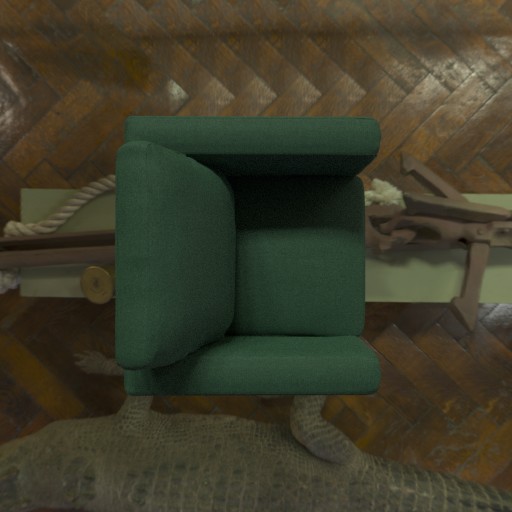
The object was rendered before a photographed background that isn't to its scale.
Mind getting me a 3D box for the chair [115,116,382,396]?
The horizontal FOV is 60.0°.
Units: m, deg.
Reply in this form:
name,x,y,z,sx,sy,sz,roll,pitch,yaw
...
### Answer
name,x,y,z,sx,sy,sz,roll,pitch,yaw
chair,0.000,0.000,1.563,0.800,0.927,0.855,0,90,0
